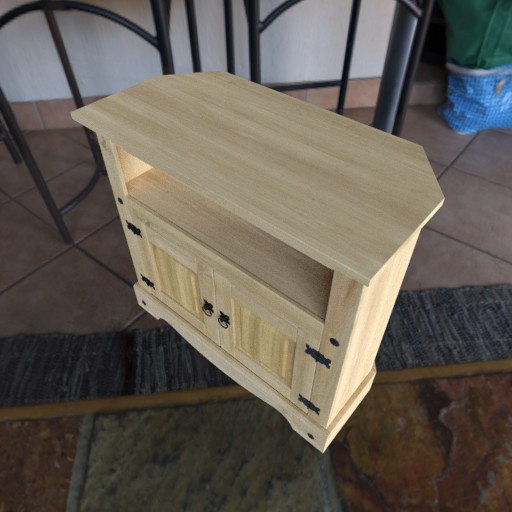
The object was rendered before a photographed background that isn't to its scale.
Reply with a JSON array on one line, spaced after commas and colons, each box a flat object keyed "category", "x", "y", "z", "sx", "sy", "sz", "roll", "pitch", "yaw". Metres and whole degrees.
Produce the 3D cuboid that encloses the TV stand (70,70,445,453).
[{"category": "TV stand", "x": 0.000, "y": 0.000, "z": 1.297, "sx": 0.851, "sy": 0.781, "sz": 0.425, "roll": 32, "pitch": 53, "yaw": 27}]
